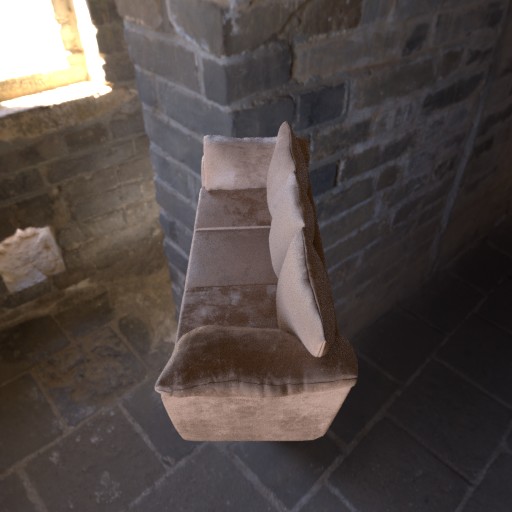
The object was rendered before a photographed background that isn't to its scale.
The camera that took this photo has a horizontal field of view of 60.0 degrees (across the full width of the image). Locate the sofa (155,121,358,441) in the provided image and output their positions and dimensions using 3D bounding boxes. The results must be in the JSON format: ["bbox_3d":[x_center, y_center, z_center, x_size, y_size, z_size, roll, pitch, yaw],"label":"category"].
[{"bbox_3d":[0.000,0.000,2.900,0.893,0.981,2.377,0,41,0],"label":"sofa"}]
